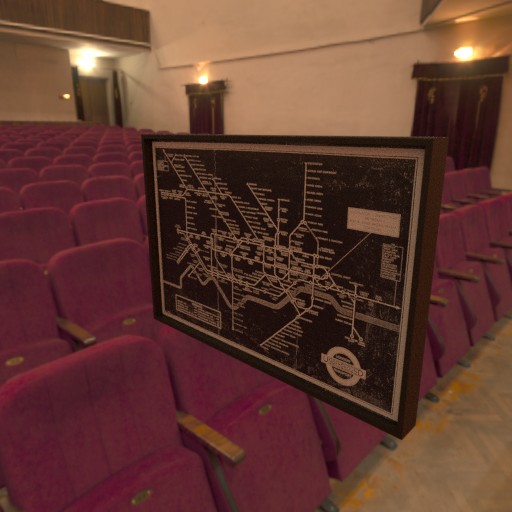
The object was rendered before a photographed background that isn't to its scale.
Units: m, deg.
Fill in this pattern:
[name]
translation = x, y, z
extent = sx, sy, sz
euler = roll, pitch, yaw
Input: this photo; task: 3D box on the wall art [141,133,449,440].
[wall art]
translation = 0.000, 0.000, 0.866
extent = 0.671, 0.456, 0.051
euler = 15, 21, 41
